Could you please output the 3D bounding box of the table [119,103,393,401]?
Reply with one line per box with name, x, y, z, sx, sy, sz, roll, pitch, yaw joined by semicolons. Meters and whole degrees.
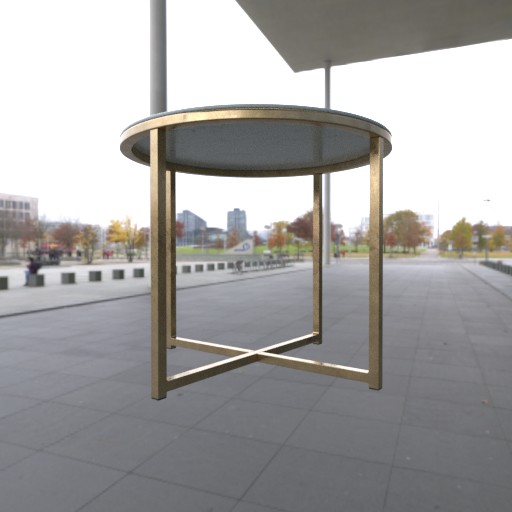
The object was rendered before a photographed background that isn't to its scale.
table;0.000;0.000;0.851;0.500;0.420;0.500;0;1;0
